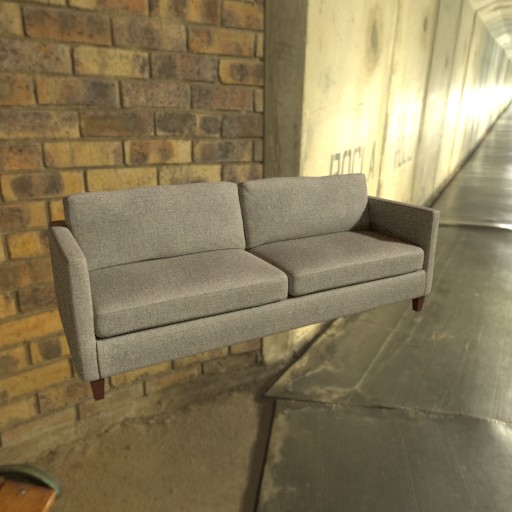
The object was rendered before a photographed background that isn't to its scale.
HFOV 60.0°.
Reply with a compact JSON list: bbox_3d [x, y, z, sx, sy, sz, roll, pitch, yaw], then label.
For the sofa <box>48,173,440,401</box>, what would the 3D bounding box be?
[{"bbox_3d":[0.000,0.000,2.952,2.434,0.951,0.948,-9,19,-27],"label":"sofa"}]
